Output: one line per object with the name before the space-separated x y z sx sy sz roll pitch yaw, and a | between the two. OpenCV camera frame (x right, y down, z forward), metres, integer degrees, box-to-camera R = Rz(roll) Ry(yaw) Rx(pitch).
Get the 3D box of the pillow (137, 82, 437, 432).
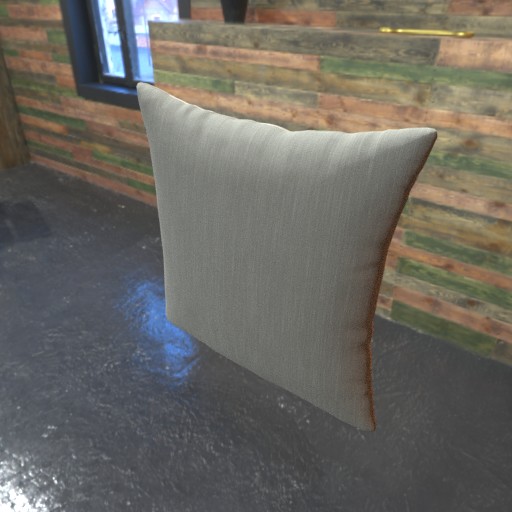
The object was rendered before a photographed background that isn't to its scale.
pillow | 0.000 0.000 0.754 0.511 0.509 0.161 21 37 32
